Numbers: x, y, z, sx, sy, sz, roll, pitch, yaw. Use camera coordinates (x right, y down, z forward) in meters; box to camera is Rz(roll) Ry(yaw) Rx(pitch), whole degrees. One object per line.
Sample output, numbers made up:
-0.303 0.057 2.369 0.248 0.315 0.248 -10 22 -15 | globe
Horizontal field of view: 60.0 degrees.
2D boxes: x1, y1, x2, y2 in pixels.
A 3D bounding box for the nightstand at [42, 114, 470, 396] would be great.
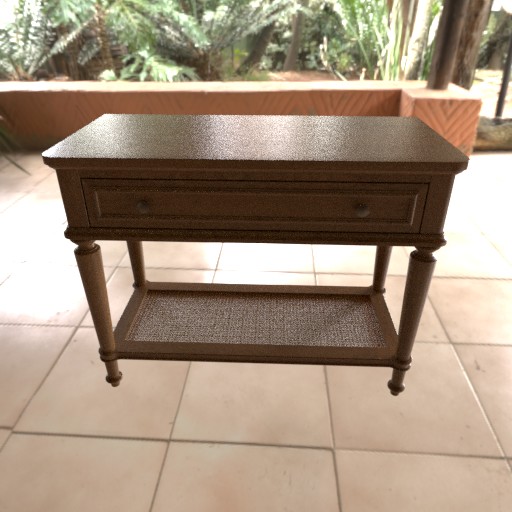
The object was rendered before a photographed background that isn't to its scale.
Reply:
0.000 0.000 1.280 0.914 0.700 0.432 1 29 2 | nightstand
